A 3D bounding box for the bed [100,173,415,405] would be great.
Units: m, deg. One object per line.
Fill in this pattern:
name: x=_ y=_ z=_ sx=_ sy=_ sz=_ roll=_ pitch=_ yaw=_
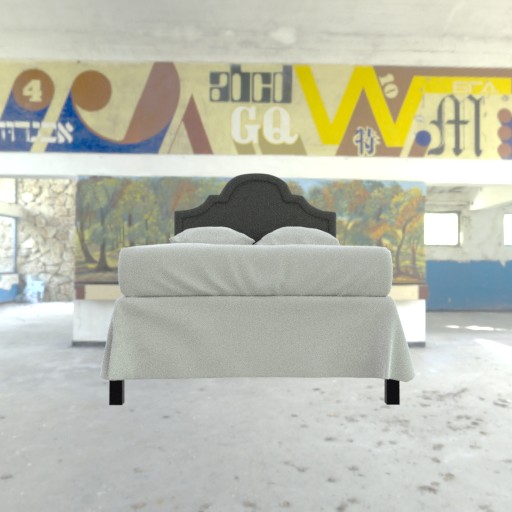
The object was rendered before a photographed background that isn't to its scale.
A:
bed: x=0.000 y=0.000 z=3.401 sx=1.780 sy=1.634 sz=2.222 roll=0 pitch=-1 yaw=0
